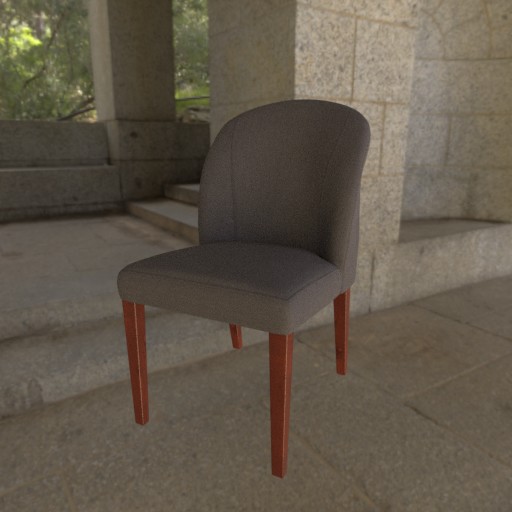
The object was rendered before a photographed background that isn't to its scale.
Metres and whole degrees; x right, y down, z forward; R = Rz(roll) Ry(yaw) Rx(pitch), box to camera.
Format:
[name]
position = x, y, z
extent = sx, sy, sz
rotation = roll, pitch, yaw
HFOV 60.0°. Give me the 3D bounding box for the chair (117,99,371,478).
[chair]
position = 0.000, 0.000, 1.252
extent = 0.506, 0.879, 0.619
rotation = 8, 17, 27
